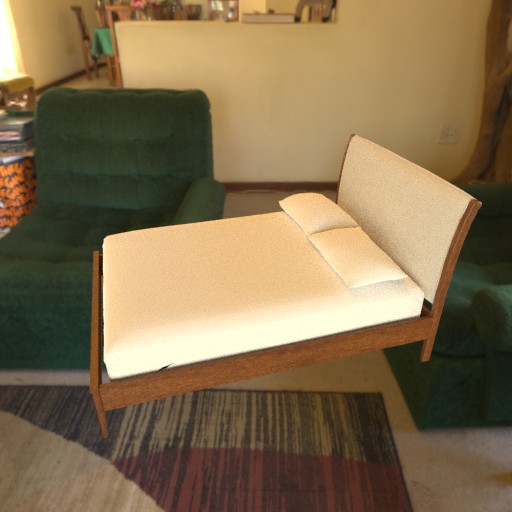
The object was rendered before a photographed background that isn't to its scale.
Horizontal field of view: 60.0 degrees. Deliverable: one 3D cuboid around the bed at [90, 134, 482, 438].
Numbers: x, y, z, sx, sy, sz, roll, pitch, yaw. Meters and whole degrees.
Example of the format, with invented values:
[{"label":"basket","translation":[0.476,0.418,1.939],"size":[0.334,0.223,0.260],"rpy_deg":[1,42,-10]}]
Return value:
[{"label":"bed","translation":[0.000,0.000,3.275],"size":[2.380,1.250,1.612],"rpy_deg":[-9,31,-15]}]
